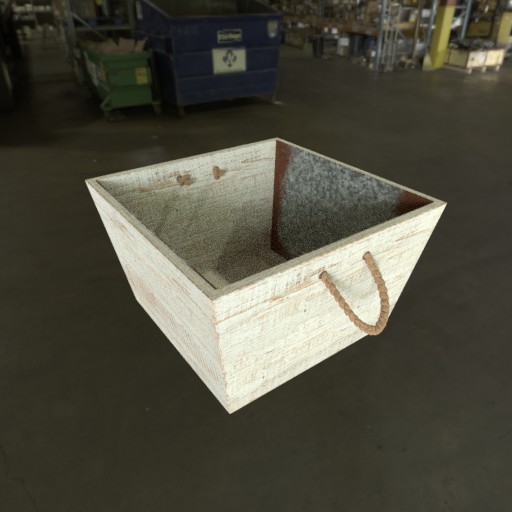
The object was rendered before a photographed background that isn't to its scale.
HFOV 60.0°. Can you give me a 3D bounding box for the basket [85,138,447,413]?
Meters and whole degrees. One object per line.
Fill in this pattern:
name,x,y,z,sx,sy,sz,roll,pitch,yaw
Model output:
basket,0.000,0.000,0.771,0.413,0.247,0.545,-21,37,-30
